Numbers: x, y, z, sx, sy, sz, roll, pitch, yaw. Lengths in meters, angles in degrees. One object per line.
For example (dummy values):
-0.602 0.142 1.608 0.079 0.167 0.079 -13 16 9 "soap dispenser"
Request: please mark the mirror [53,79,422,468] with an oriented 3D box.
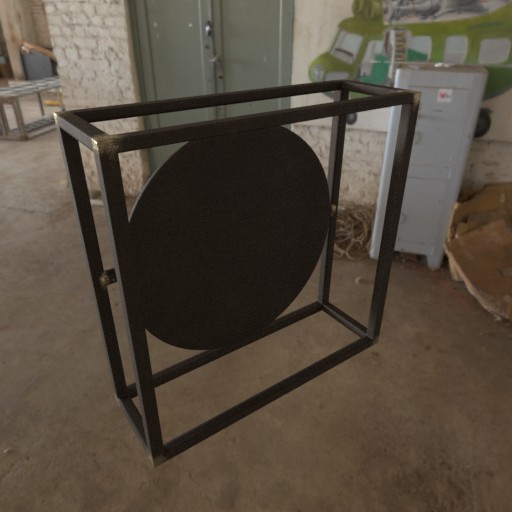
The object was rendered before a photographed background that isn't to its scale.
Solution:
0.000 0.000 0.451 0.306 0.303 0.107 -19 35 -30 "mirror"
